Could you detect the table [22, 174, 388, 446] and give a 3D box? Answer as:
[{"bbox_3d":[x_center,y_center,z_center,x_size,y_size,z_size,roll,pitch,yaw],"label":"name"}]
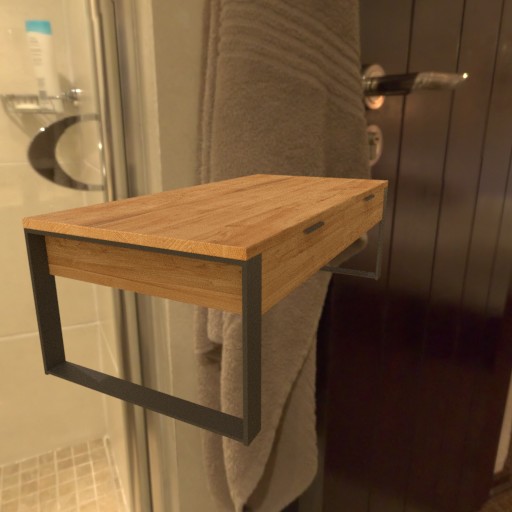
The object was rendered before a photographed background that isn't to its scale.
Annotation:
[{"bbox_3d":[0.000,0.000,1.437,0.590,0.400,1.180,8,18,26],"label":"table"}]
